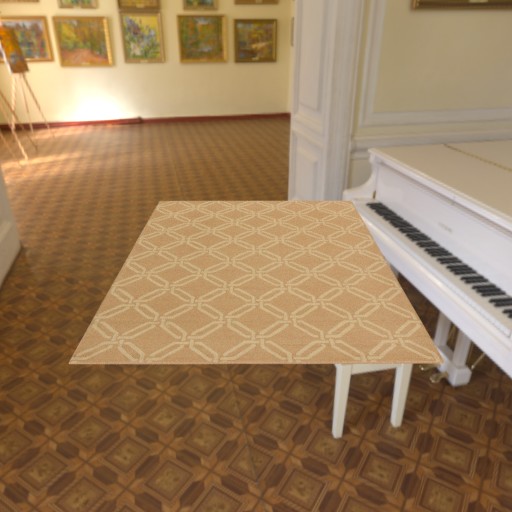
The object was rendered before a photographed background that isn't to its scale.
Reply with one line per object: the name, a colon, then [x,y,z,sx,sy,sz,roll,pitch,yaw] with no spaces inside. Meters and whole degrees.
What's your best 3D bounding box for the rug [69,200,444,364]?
rug: [0.000,0.000,3.982,2.288,0.018,2.895,0,27,0]
